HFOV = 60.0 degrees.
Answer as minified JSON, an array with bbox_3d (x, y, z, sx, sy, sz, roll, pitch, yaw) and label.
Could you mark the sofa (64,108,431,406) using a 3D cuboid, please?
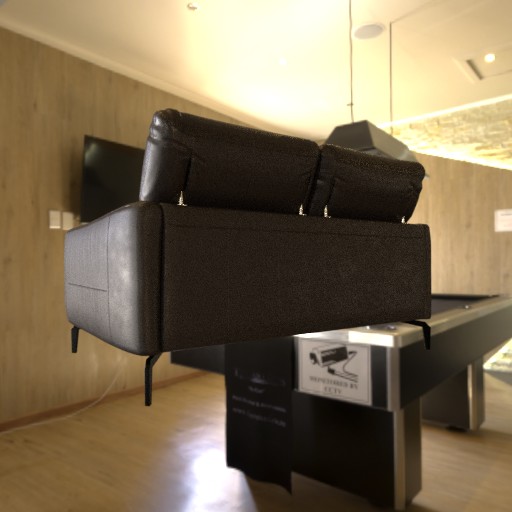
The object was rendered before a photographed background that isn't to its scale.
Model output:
[{"bbox_3d":[0.000,0.000,2.129,1.596,0.920,0.958,0,-1,-36],"label":"sofa"}]
